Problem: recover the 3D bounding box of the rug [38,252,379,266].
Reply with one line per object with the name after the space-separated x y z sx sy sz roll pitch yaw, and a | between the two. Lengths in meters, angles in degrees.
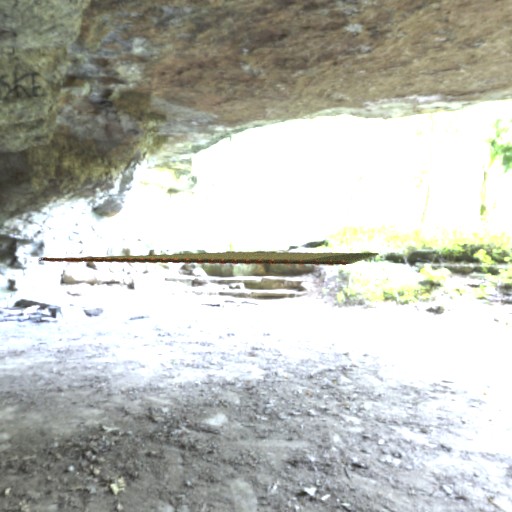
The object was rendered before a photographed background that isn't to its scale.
0.000 0.000 2.404 1.220 0.019 1.838 0 1 18 | rug
